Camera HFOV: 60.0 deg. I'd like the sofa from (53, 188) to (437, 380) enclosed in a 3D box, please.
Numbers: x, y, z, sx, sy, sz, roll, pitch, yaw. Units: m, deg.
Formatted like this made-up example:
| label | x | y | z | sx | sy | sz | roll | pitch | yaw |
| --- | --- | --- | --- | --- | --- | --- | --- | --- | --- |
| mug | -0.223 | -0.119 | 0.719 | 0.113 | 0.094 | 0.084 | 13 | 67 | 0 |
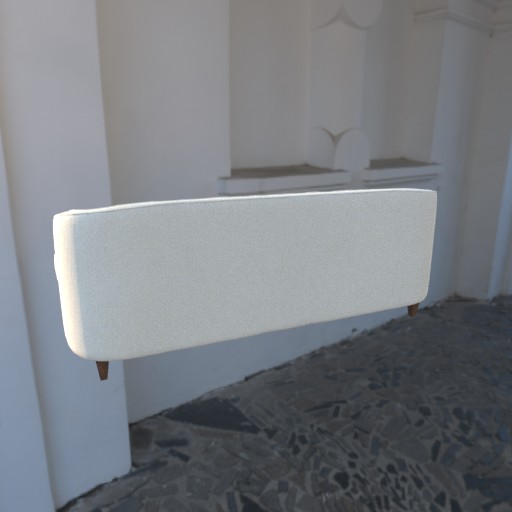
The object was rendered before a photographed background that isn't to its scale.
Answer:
| label | x | y | z | sx | sy | sz | roll | pitch | yaw |
| --- | --- | --- | --- | --- | --- | --- | --- | --- | --- |
| sofa | 0.000 | 0.000 | 2.742 | 2.278 | 0.855 | 0.941 | -7 | 16 | -23 |
